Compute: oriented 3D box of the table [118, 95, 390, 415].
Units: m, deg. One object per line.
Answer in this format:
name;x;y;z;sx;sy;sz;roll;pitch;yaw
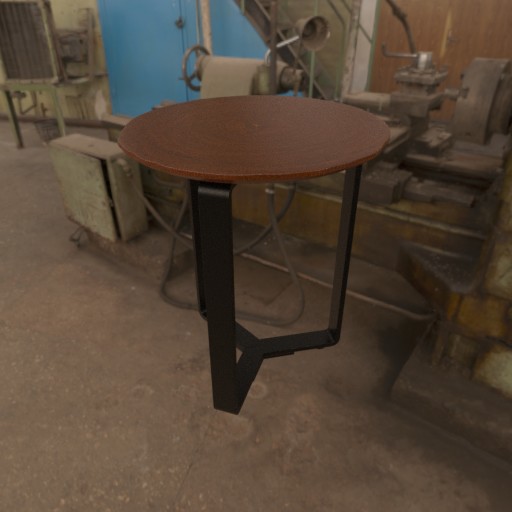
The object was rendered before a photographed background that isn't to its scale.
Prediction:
table;0.000;0.000;0.764;0.380;0.450;0.410;10;33;15
